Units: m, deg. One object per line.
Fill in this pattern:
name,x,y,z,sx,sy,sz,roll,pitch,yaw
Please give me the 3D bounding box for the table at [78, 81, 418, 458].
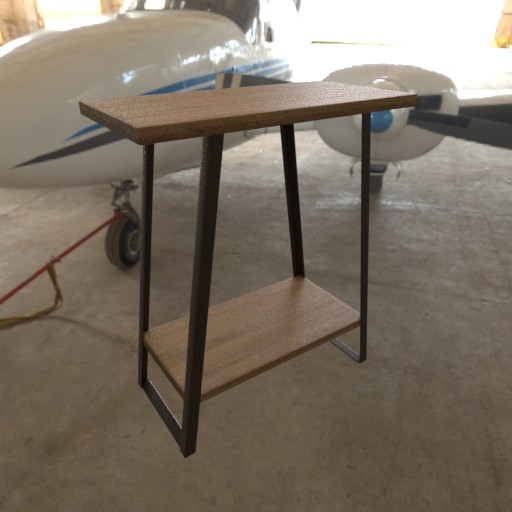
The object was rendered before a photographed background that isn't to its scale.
table,0.000,0.000,1.029,0.599,0.701,0.300,-18,32,-30
